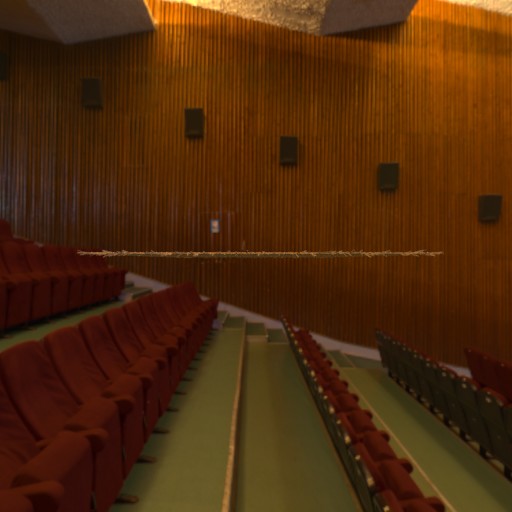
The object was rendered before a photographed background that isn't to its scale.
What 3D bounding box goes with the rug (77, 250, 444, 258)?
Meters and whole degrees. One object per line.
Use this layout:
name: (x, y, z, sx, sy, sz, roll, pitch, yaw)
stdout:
rug: (0.000, 0.000, 2.464, 1.224, 0.027, 2.021, 0, 0, -1)
